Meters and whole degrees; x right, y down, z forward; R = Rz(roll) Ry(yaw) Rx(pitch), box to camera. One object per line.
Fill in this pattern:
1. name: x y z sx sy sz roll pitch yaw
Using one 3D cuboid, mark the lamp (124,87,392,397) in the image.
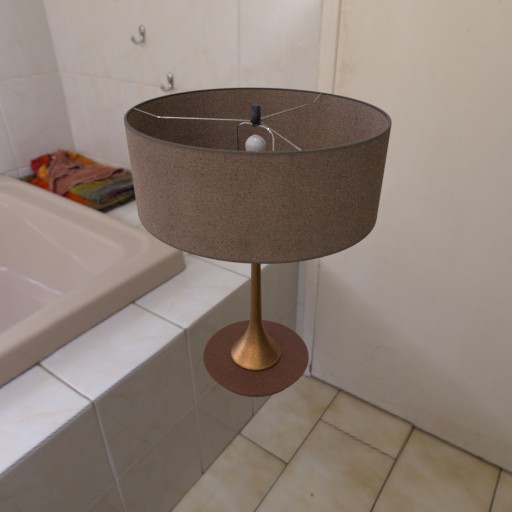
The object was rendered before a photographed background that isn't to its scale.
1. lamp: 0.000 0.000 0.835 0.417 0.551 0.396 22 37 32
